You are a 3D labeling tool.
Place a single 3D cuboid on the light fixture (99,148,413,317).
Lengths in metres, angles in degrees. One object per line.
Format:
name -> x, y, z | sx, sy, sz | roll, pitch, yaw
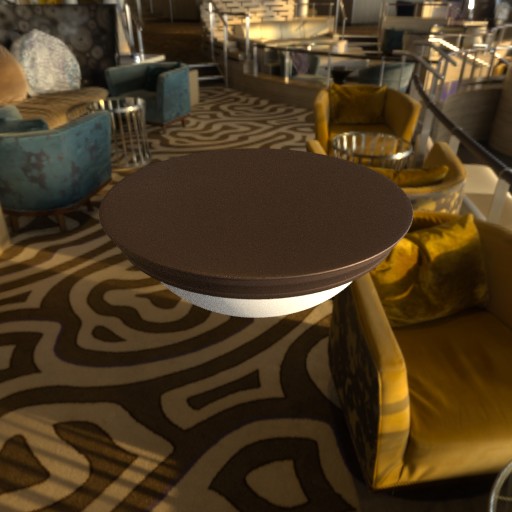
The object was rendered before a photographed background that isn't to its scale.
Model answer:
light fixture -> 0.000, 0.000, 0.446 | 0.280, 0.135, 0.280 | 0, 31, 0
